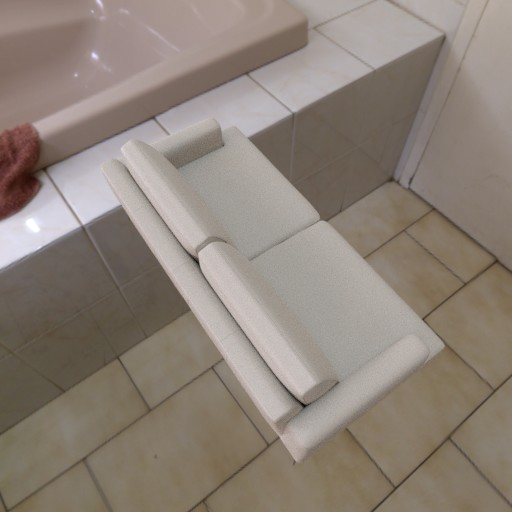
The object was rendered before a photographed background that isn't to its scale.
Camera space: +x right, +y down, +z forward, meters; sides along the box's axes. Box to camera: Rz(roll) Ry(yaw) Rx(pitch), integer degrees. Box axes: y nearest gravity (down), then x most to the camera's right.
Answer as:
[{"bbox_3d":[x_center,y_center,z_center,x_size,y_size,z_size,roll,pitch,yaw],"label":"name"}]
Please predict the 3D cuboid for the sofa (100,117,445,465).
[{"bbox_3d":[0.000,0.000,2.447,0.974,0.765,1.940,-30,63,-18],"label":"sofa"}]
